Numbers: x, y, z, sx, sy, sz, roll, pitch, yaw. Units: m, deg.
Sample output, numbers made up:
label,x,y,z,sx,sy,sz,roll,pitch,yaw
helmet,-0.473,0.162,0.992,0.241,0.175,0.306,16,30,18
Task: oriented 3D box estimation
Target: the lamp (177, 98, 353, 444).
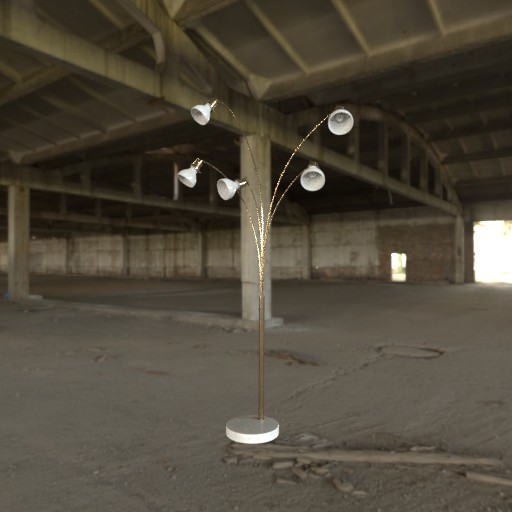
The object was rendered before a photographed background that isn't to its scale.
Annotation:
label,x,y,z,sx,sy,sz,roll,pitch,yaw
lamp,0.000,0.000,3.028,1.405,2.423,0.361,0,-1,35
